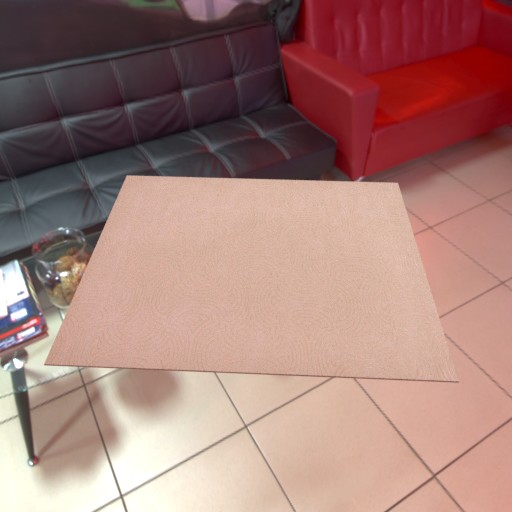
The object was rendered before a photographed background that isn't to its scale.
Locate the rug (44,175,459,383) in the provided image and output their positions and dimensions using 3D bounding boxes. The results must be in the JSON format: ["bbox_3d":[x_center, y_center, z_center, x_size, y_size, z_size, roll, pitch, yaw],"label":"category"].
[{"bbox_3d":[0.000,0.000,3.484,2.584,0.011,2.073,2,45,2],"label":"rug"}]
